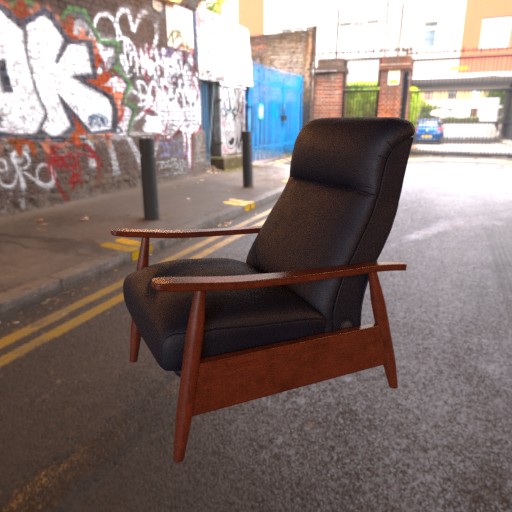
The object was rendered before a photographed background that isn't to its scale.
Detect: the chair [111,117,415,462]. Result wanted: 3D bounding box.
[{"bbox_3d":[0.000,0.000,1.805,1.014,1.082,0.762,-8,19,-25],"label":"chair"}]
